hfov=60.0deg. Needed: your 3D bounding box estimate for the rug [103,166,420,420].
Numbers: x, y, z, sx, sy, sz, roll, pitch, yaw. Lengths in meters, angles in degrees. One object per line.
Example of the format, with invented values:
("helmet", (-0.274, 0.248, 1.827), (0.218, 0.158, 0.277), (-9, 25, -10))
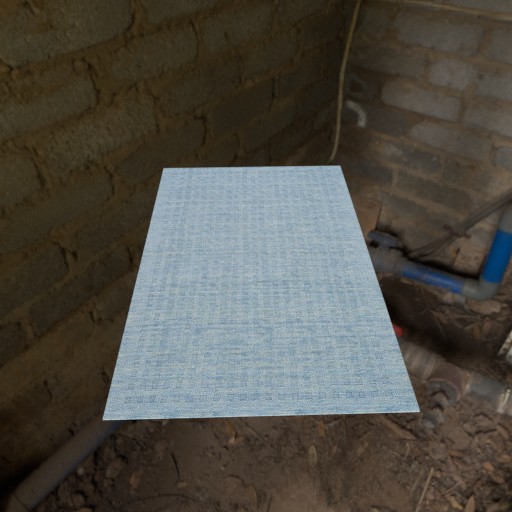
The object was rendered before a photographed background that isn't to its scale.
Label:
("rug", (0.000, 0.000, 2.973), (1.522, 0.006, 2.286), (-1, 42, -1))
